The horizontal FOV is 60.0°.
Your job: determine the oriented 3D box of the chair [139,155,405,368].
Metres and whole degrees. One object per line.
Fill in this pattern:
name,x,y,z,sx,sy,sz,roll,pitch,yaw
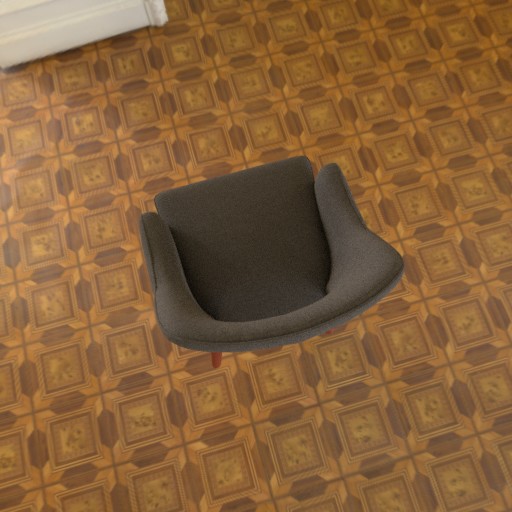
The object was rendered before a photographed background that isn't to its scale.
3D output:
chair,0.000,0.000,1.216,0.559,0.838,0.560,-16,74,-5
